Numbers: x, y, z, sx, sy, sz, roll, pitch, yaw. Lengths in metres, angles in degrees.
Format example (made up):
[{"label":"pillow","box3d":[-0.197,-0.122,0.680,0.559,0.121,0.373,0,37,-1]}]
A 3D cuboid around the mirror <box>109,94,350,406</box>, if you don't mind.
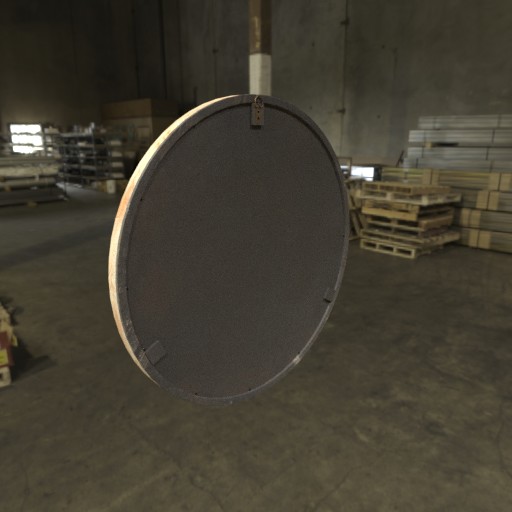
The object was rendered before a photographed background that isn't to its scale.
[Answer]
[{"label":"mirror","box3d":[0.000,0.000,1.037,0.710,0.710,0.038,-14,20,-42]}]
